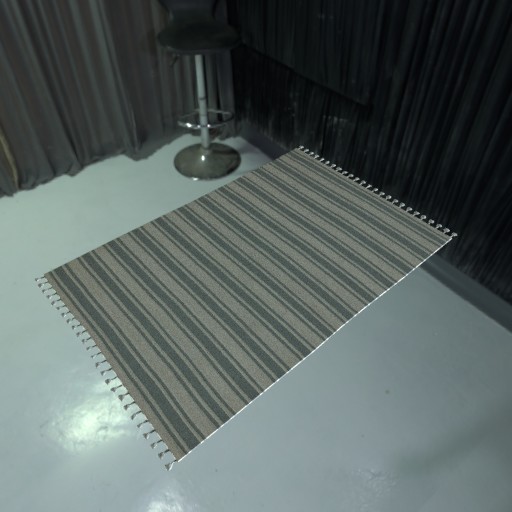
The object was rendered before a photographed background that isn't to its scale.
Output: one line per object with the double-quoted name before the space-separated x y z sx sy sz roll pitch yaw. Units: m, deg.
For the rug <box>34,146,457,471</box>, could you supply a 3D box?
"rug" 0.000 0.000 2.959 2.410 0.011 1.539 -32 53 -27
